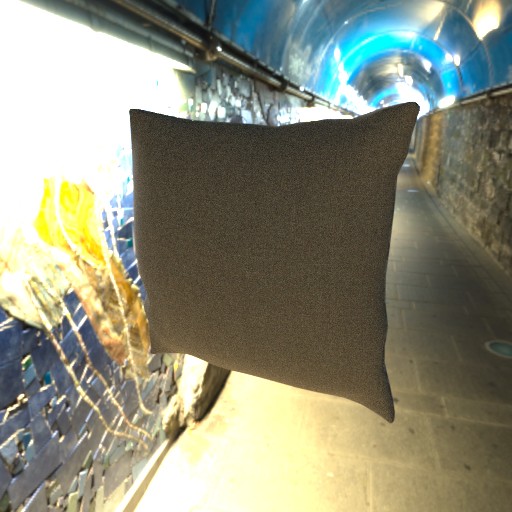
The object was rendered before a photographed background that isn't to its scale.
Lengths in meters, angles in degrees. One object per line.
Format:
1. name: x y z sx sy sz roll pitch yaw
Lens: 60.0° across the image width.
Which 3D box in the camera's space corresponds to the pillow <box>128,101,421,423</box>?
1. pillow: 0.000 0.000 0.769 0.508 0.498 0.215 8 17 26
